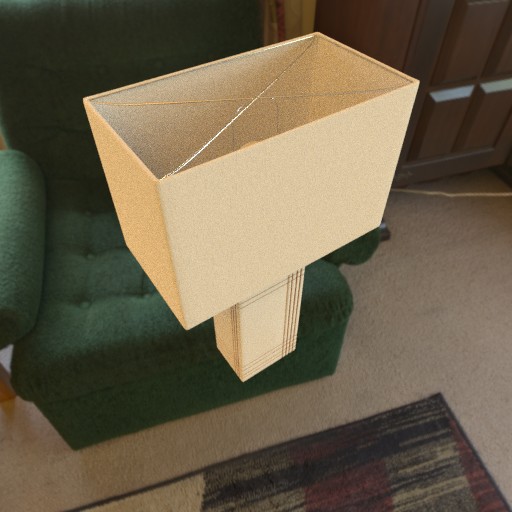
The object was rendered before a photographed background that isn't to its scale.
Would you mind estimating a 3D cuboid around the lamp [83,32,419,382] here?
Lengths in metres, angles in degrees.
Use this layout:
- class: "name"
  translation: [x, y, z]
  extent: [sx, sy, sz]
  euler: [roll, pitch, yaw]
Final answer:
- class: "lamp"
  translation: [0.000, 0.000, 0.691]
  extent: [0.334, 0.543, 0.182]
  euler: [-27, 52, -23]
